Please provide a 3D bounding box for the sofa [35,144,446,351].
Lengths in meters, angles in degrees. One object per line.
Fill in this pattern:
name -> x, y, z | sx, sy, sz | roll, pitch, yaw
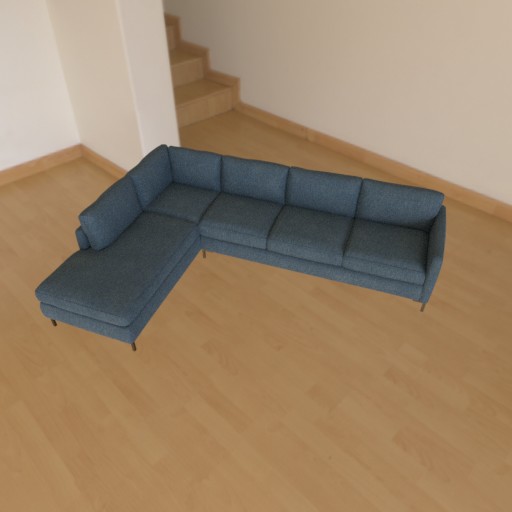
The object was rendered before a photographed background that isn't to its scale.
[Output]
sofa -> 0.000, 0.000, 3.731 | 2.949, 0.815, 2.007 | 13, 42, 15
